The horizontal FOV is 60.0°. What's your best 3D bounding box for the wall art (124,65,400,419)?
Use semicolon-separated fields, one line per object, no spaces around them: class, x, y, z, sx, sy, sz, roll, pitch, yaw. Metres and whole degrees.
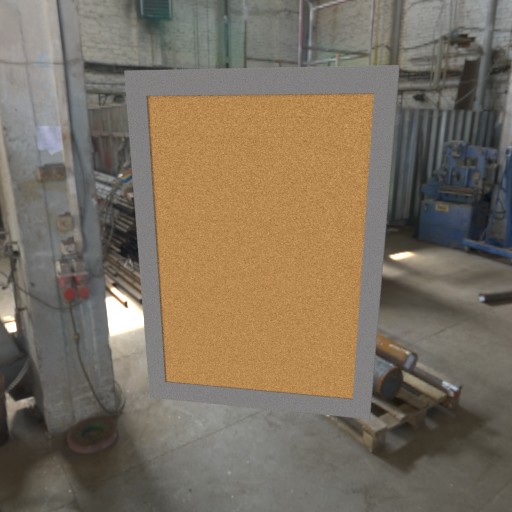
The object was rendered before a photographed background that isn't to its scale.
wall art;0.000;0.000;0.674;0.374;0.529;0.012;3;17;9
